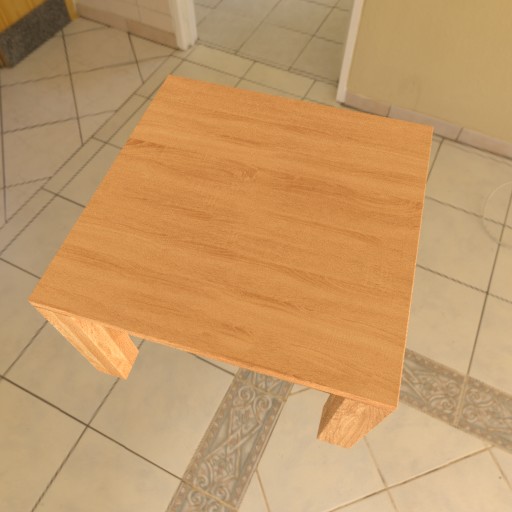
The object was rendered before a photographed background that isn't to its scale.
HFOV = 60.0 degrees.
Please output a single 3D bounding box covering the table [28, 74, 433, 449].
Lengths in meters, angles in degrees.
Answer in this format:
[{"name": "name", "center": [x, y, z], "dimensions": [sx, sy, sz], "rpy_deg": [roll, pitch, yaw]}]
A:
[{"name": "table", "center": [0.000, 0.000, 1.156], "dimensions": [0.700, 0.450, 0.700], "rpy_deg": [14, 60, 9]}]
